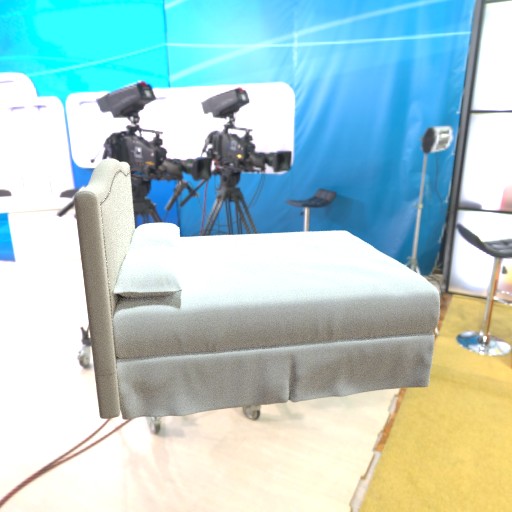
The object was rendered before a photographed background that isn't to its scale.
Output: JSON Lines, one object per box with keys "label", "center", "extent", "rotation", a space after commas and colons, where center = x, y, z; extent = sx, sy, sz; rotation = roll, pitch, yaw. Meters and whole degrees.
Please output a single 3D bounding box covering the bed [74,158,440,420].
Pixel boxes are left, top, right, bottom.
{"label": "bed", "center": [0.000, 0.000, 3.338], "extent": [2.143, 1.460, 1.753], "rotation": [-3, 17, -10]}
